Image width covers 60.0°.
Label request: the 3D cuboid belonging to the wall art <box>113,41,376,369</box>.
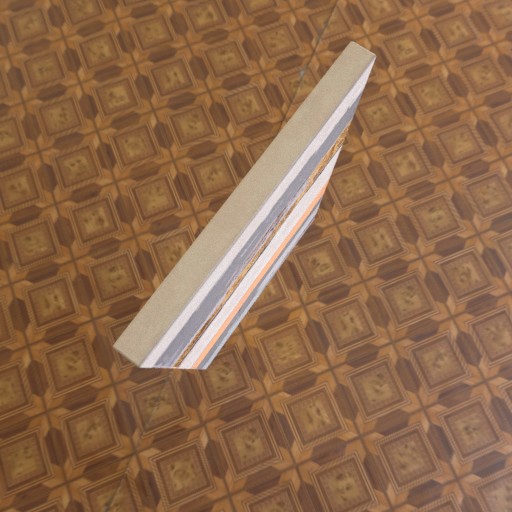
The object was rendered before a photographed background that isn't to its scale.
[{"bbox_3d":[0.000,0.000,0.791,0.038,0.609,0.456,35,78,8],"label":"wall art"}]
